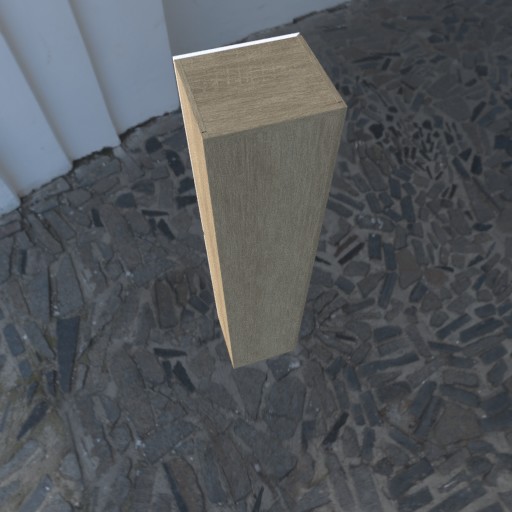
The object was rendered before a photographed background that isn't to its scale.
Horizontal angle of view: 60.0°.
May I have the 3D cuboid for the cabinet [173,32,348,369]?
[{"bbox_3d":[0.000,0.000,1.528,0.300,1.400,0.270,-15,59,-9],"label":"cabinet"}]
